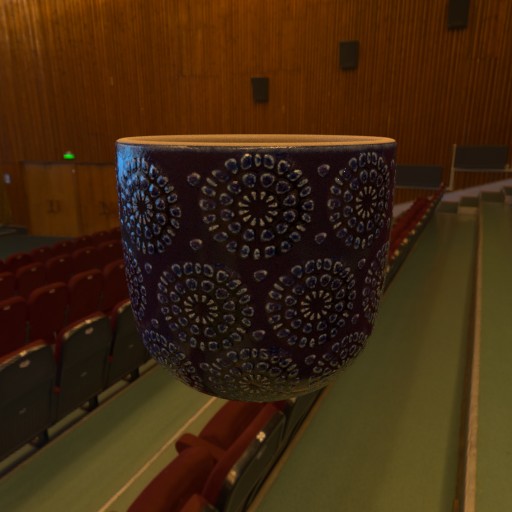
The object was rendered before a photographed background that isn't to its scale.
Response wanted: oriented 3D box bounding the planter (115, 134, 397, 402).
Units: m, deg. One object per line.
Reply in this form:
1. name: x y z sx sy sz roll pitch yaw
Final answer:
1. planter: 0.000 0.000 0.288 0.165 0.149 0.165 0 17 0
